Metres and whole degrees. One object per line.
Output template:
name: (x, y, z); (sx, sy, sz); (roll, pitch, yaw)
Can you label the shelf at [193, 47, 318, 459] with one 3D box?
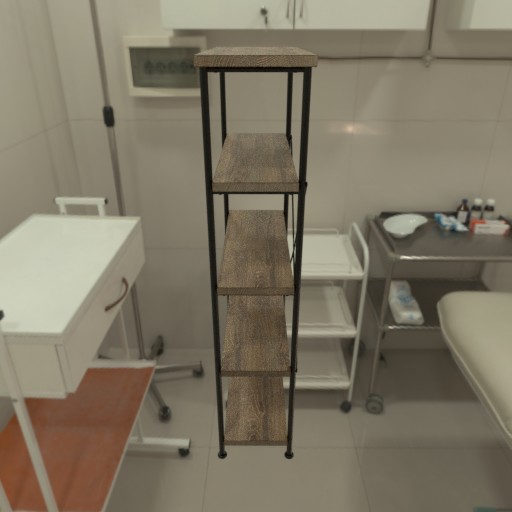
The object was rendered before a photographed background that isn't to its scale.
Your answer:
shelf: (0.000, 0.000, 2.017); (0.360, 1.700, 0.800); (0, 27, 0)
